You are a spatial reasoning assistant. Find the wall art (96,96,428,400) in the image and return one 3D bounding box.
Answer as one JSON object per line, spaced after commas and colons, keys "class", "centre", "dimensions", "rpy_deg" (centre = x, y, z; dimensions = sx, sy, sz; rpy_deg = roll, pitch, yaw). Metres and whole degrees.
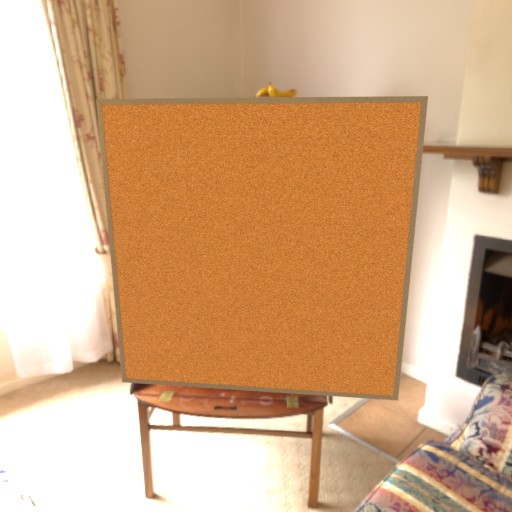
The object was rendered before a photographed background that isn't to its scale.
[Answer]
{"class": "wall art", "centre": [0.000, 0.000, 1.200], "dimensions": [0.809, 0.807, 0.038], "rpy_deg": [2, 16, 6]}
